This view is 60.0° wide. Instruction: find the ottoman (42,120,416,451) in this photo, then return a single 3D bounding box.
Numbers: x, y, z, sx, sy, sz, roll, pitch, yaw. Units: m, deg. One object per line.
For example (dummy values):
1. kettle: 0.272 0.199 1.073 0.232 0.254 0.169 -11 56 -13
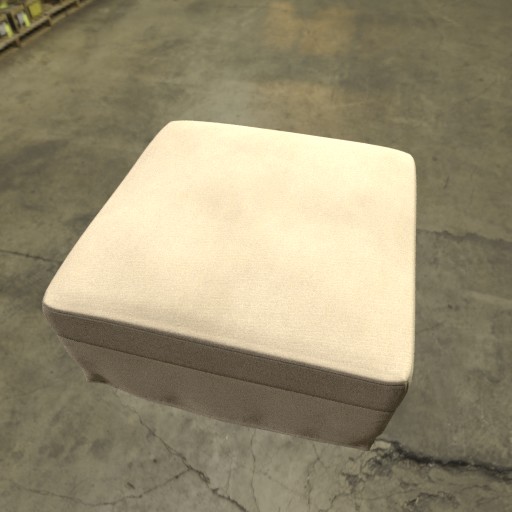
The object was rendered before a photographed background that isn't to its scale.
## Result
1. ottoman: 0.000 0.000 1.309 0.843 0.441 0.842 10 48 10
